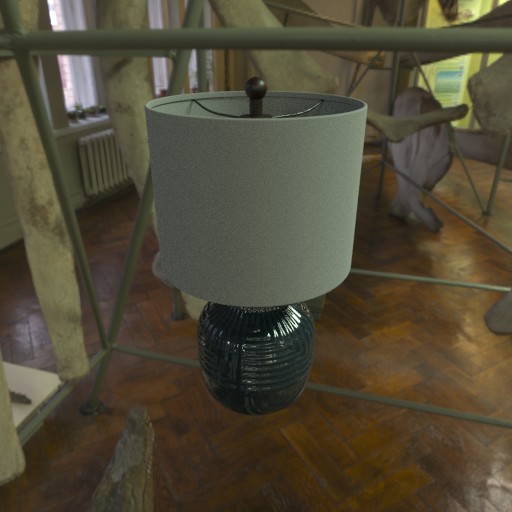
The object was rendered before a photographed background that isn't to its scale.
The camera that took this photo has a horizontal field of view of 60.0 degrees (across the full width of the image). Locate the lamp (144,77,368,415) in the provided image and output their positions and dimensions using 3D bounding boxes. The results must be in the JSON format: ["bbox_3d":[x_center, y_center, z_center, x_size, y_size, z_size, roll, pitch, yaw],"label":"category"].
[{"bbox_3d":[0.000,0.000,0.755,0.318,0.567,0.318,0,26,0],"label":"lamp"}]
